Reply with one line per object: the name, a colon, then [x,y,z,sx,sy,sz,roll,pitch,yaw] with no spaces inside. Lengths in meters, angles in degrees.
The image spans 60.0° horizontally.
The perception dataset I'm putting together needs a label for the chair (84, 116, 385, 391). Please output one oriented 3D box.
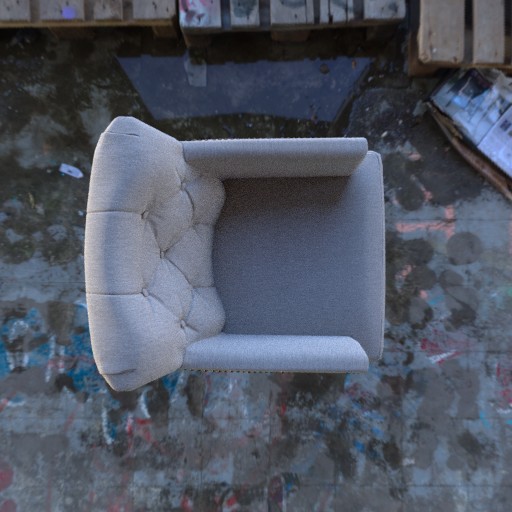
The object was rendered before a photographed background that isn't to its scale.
chair: [0.000,0.000,1.530,0.902,0.823,0.737,0,89,-1]
